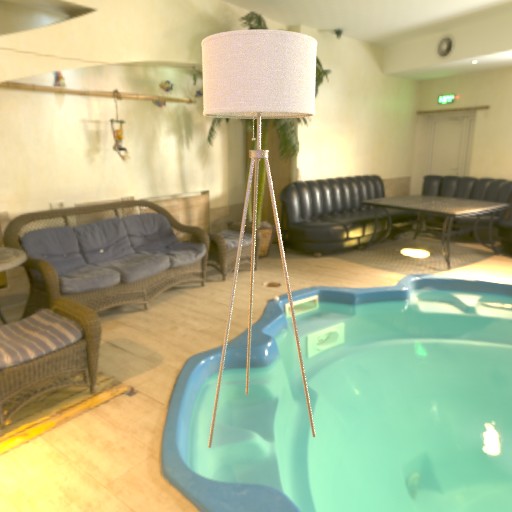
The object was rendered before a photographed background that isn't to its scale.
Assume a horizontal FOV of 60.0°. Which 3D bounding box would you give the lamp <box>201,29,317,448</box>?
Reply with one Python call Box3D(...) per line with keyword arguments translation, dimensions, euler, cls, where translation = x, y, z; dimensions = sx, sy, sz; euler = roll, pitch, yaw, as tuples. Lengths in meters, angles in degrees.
Box3D(translation=(0.000, 0.000, 1.742), dimensions=(0.448, 1.545, 0.458), euler=(14, 20, 43), cls="lamp")
